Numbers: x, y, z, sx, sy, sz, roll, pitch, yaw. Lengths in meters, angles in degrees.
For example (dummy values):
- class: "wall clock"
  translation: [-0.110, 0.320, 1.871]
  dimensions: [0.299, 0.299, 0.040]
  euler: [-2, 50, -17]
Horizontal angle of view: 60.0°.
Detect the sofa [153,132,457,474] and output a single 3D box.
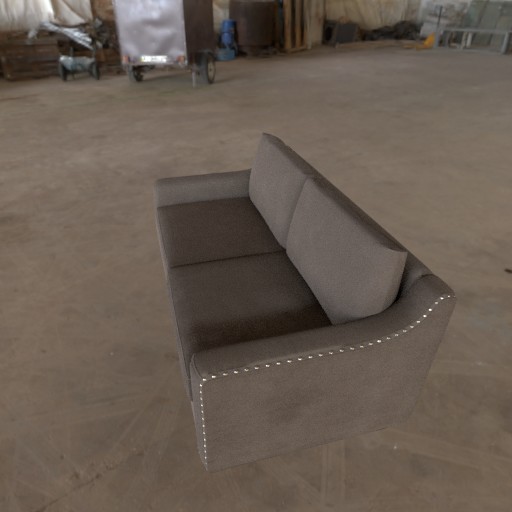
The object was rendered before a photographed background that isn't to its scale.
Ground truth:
- class: "sofa"
  translation: [0.000, 0.000, 3.246]
  dimensions: [1.336, 1.196, 2.550]
  euler: [-8, 32, -13]
